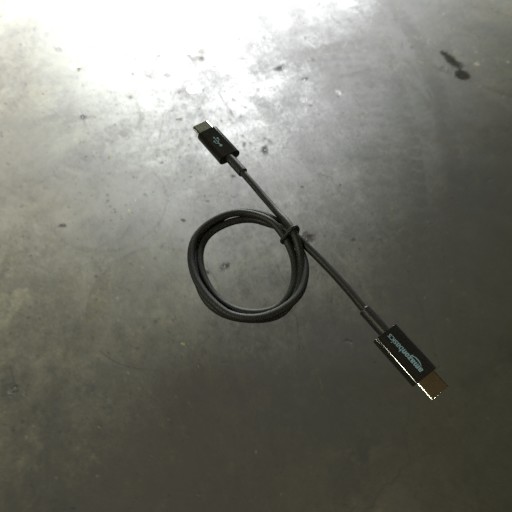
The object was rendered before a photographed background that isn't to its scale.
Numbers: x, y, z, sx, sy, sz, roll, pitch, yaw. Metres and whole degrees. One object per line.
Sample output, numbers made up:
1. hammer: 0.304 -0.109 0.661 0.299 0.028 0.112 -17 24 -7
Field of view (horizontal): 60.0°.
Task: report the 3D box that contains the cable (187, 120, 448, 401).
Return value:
1. cable: 0.000 0.000 0.225 0.070 0.014 0.203 -31 63 -17
